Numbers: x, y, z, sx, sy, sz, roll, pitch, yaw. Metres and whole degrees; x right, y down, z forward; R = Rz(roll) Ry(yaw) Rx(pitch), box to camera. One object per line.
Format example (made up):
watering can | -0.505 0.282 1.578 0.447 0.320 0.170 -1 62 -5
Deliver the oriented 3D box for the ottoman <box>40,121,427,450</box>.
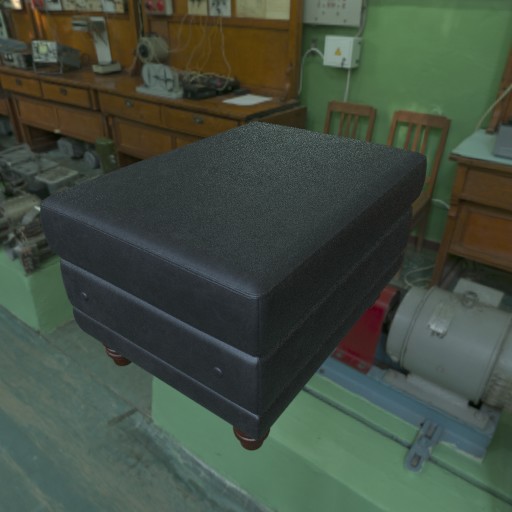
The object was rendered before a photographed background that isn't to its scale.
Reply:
ottoman | 0.000 0.000 1.166 0.590 0.498 0.795 21 37 30
